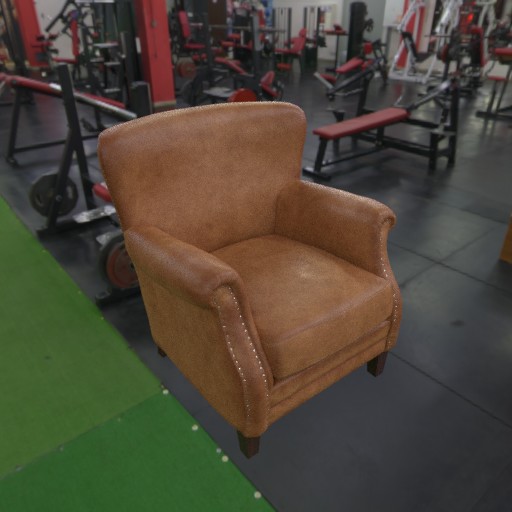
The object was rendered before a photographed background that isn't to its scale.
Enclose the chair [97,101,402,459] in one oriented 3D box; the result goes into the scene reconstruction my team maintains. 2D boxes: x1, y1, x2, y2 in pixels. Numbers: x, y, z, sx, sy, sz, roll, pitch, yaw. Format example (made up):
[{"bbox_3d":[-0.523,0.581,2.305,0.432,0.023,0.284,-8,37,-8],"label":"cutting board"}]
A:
[{"bbox_3d":[0.000,0.000,1.634,0.861,0.936,0.921,-21,36,-32],"label":"chair"}]
